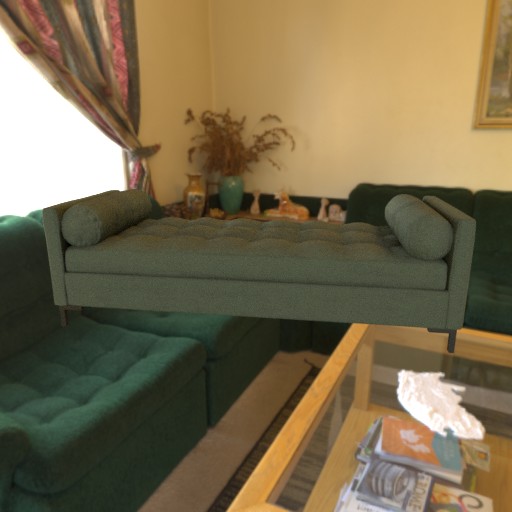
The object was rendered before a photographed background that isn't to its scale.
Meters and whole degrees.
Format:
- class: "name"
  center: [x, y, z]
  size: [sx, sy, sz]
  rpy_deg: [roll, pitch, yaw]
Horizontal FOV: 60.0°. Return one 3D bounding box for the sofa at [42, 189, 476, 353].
- class: "sofa"
  center: [0.000, 0.000, 2.556]
  size: [2.130, 0.681, 0.817]
  rpy_deg: [2, 16, 8]
